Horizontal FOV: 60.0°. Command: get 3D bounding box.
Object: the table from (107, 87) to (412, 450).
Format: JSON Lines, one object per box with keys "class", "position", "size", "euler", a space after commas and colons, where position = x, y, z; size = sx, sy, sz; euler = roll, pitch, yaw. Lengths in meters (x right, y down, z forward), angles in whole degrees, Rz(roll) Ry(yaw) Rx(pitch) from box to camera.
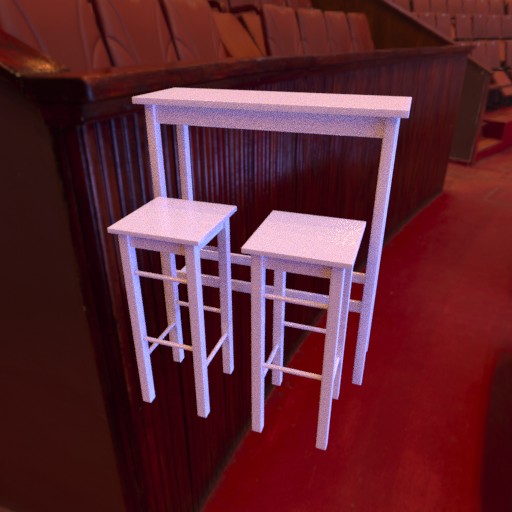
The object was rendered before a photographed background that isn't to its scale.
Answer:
{"class": "table", "position": [0.000, 0.000, 1.623], "size": [0.915, 1.065, 0.650], "euler": [9, 28, 17]}
